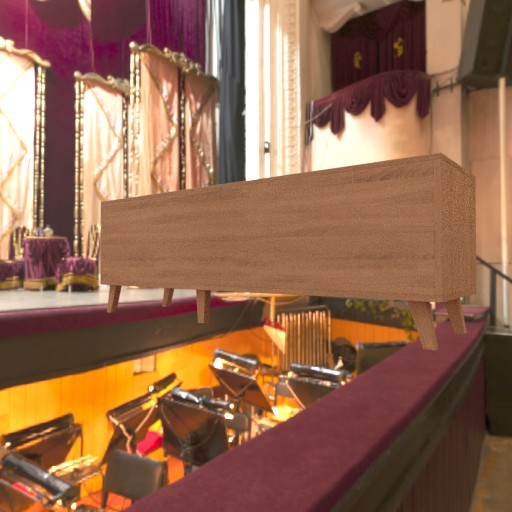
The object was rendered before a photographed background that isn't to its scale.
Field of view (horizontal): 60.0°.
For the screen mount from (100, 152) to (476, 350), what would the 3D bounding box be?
[{"bbox_3d":[0.000,0.000,1.741,1.500,0.510,0.400,-1,-1,38],"label":"screen mount"}]
